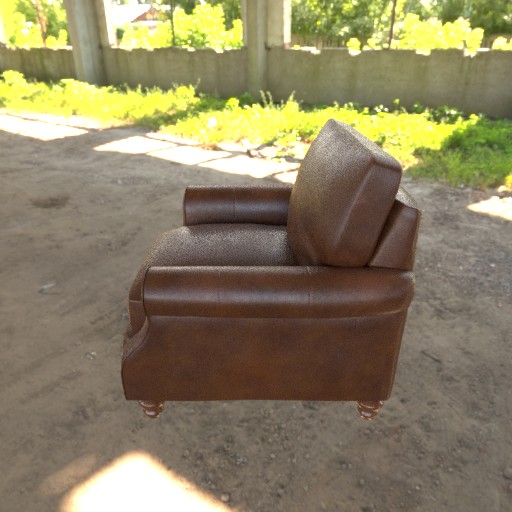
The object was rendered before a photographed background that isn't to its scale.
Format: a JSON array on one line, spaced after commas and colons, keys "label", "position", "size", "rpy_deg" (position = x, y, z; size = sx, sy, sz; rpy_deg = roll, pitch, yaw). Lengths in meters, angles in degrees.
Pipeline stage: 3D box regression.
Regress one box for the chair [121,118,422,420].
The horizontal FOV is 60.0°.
[{"label": "chair", "position": [0.000, 0.000, 1.760], "size": [0.992, 0.972, 0.989], "rpy_deg": [0, 26, 0]}]
